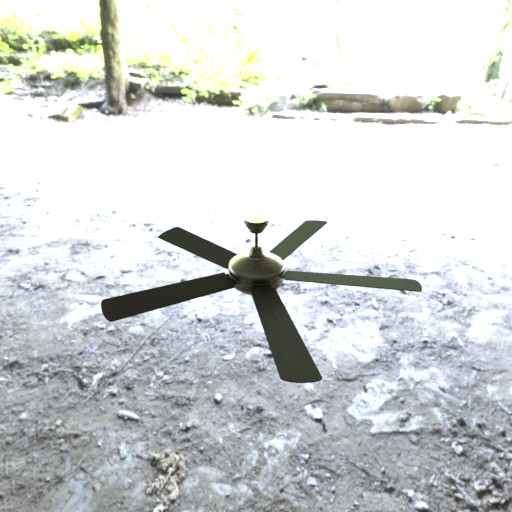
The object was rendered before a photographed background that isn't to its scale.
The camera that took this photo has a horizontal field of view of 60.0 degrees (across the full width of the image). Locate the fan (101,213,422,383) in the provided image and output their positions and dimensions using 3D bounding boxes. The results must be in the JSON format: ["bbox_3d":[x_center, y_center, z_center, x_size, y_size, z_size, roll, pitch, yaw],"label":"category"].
[{"bbox_3d":[0.000,0.000,1.939,1.321,0.356,1.321,-18,32,-32],"label":"fan"}]
